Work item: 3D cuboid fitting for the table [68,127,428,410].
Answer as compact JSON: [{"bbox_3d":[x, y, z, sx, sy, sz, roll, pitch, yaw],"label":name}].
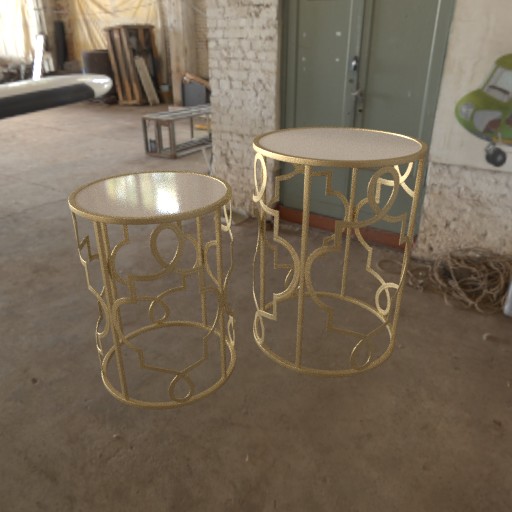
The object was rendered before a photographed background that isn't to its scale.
[{"bbox_3d":[0.000,0.000,1.156,0.846,0.564,0.420,-8,27,-16],"label":"table"}]
